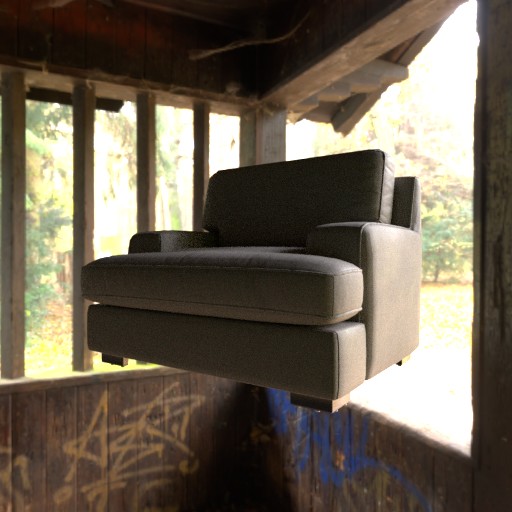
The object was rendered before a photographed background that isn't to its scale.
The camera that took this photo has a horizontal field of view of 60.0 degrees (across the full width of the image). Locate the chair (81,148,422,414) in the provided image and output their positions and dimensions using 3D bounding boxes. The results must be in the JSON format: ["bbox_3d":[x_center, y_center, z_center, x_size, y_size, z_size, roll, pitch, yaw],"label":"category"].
[{"bbox_3d":[0.000,0.000,2.012,1.270,0.974,1.043,0,0,35],"label":"chair"}]
